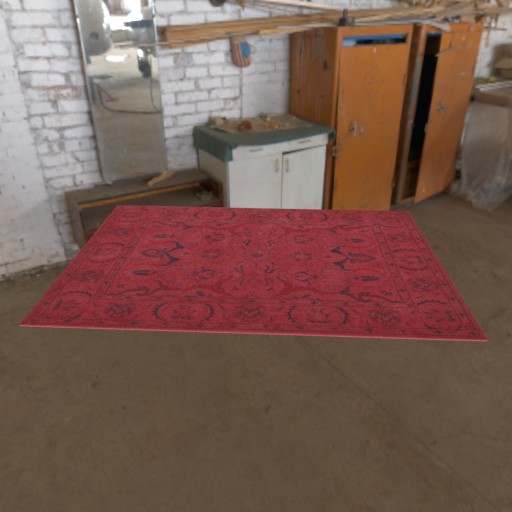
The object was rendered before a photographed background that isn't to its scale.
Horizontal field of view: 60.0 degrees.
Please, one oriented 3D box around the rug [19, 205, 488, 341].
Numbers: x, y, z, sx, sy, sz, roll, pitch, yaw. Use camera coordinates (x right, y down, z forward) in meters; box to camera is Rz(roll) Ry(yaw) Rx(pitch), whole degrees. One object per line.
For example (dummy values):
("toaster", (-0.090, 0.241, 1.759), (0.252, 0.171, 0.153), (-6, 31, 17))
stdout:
("rug", (0.000, 0.000, 2.234), (1.814, 0.008, 1.209), (1, 30, 3))
